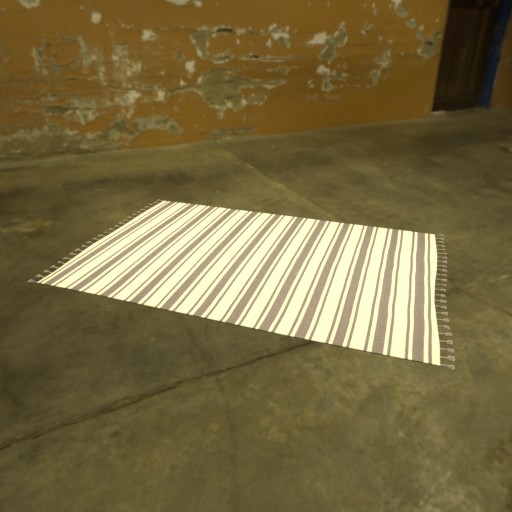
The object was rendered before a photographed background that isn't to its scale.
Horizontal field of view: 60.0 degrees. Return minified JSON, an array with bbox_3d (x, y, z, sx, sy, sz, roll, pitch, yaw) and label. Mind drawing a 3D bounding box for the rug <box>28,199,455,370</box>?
[{"bbox_3d":[0.000,0.000,2.980,2.425,0.014,1.563,9,28,17],"label":"rug"}]
